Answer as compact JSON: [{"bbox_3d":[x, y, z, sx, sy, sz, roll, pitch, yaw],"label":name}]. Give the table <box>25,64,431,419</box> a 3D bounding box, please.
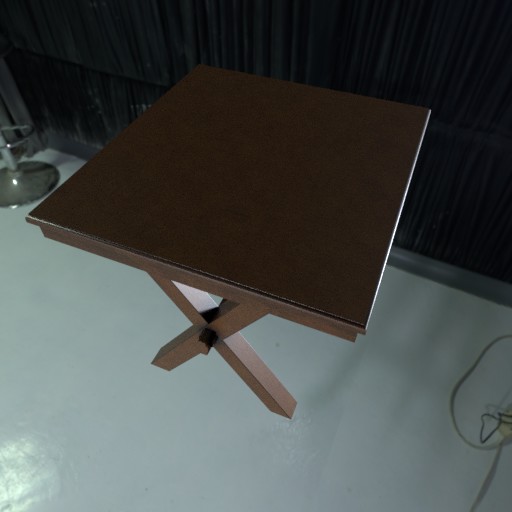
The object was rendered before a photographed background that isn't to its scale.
[{"bbox_3d":[0.000,0.000,1.035,0.560,0.562,0.602,17,50,15],"label":"table"}]
